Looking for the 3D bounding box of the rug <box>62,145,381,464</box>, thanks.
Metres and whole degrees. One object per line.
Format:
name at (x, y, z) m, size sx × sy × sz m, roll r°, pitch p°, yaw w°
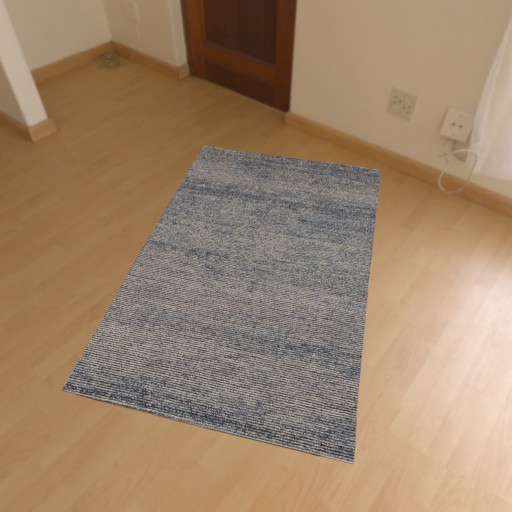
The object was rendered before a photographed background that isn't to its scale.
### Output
rug at (0.000, 0.000, 2.255) m, size 1.159 × 0.025 × 1.793 m, roll 10°, pitch 48°, yaw 9°
